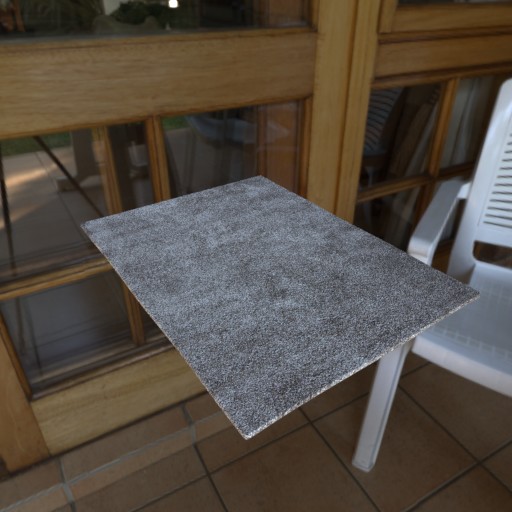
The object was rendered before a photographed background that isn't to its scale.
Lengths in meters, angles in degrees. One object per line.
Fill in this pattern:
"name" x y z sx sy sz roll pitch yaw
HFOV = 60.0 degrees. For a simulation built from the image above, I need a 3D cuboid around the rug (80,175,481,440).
"rug" 0.000 0.000 2.133 1.198 0.025 1.601 -21 38 -29
